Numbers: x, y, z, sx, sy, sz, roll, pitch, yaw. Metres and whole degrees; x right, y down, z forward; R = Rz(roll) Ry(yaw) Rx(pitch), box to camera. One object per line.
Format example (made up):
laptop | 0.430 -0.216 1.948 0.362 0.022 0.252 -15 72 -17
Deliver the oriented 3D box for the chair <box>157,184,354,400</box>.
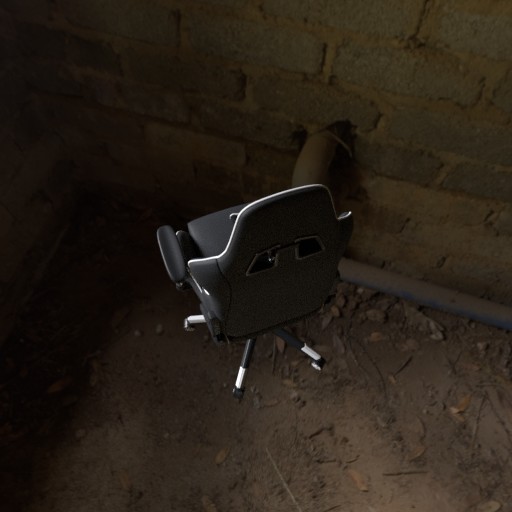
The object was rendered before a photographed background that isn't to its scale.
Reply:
chair | 0.000 0.000 1.673 0.700 1.240 0.700 -18 61 -10
